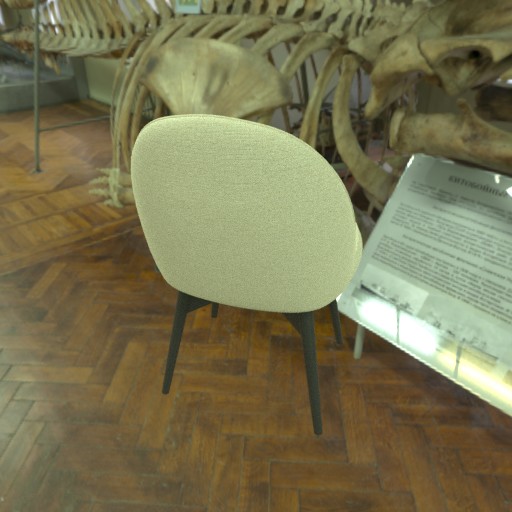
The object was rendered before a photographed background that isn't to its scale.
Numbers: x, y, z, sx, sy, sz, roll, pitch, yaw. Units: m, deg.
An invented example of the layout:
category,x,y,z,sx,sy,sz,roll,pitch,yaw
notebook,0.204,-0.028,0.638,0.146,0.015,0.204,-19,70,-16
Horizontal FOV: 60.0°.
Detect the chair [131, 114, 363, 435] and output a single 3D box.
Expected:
category,x,y,z,sx,sy,sz,roll,pitch,yaw
chair,0.000,0.000,1.170,0.532,0.838,0.540,9,32,15
